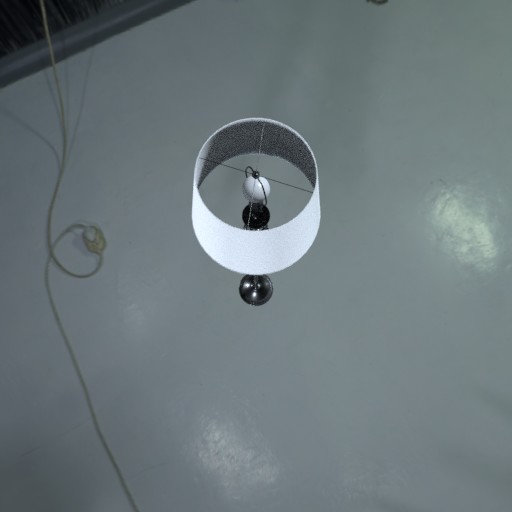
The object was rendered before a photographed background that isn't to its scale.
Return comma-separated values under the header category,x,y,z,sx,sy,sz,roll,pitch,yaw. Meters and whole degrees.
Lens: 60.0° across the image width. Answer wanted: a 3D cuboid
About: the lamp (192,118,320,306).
category,x,y,z,sx,sy,sz,roll,pitch,yaw
lamp,0.000,0.000,1.828,0.379,1.623,0.379,0,76,0
